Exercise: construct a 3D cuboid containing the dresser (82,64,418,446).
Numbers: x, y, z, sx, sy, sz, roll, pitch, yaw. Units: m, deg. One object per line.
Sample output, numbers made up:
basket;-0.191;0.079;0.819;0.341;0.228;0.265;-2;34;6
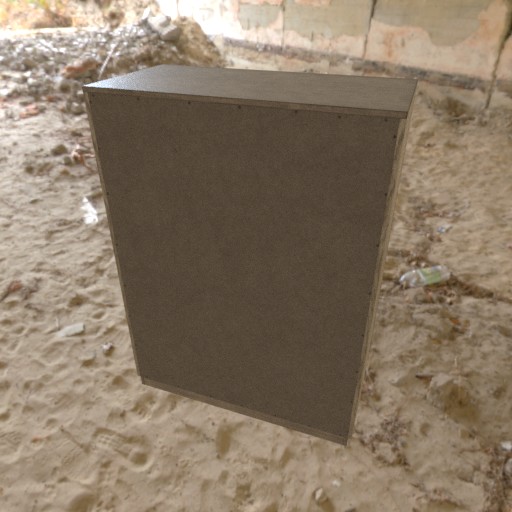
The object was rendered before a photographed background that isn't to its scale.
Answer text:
dresser;0.000;0.000;1.750;0.967;1.295;0.483;11;33;17
